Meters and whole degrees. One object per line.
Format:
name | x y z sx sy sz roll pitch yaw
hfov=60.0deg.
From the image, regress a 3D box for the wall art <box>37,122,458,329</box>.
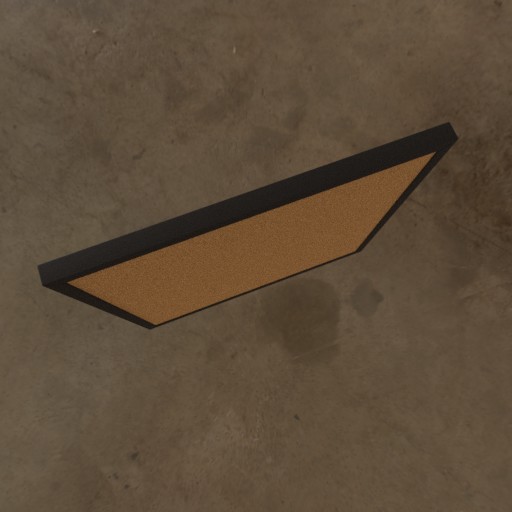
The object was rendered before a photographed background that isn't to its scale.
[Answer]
wall art | 0.000 0.000 1.132 0.763 0.763 0.037 -20 76 -5
